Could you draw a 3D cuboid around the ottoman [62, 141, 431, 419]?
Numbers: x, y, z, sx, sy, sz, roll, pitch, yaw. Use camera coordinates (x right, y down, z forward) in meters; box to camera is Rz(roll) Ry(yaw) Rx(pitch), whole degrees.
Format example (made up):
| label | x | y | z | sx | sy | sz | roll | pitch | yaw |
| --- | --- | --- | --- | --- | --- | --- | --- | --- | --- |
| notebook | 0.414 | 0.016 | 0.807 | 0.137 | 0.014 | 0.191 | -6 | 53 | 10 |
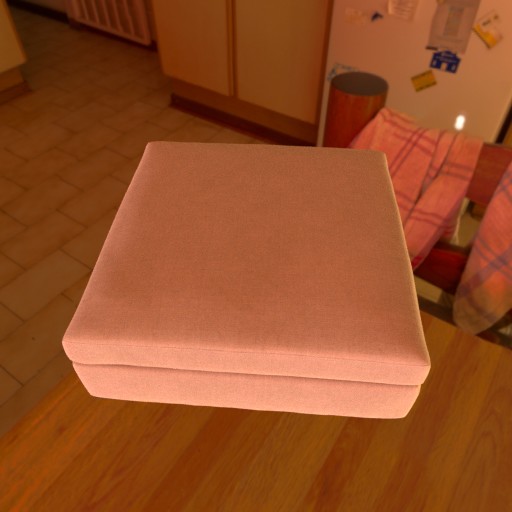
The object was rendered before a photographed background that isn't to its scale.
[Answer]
| label | x | y | z | sx | sy | sz | roll | pitch | yaw |
| --- | --- | --- | --- | --- | --- | --- | --- | --- | --- |
| ottoman | 0.000 | 0.000 | 1.852 | 1.203 | 0.517 | 1.171 | 3 | 47 | 3 |
